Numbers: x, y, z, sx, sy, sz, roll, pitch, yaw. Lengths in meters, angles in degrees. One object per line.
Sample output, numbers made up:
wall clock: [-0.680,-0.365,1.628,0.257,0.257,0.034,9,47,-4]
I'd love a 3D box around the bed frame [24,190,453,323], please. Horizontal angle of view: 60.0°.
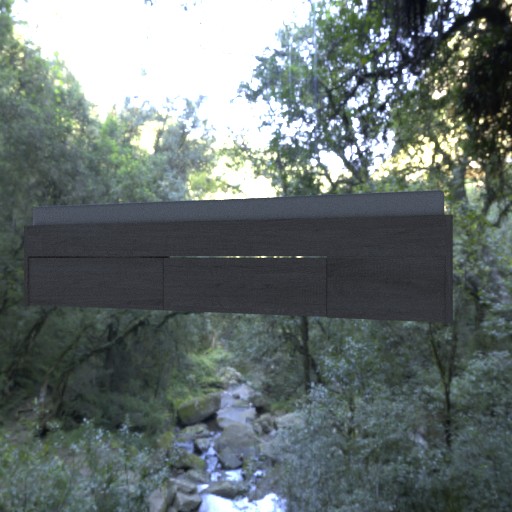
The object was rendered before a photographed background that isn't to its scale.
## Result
bed frame: [0.000,0.000,2.585,1.944,0.490,1.448,0,0,17]
